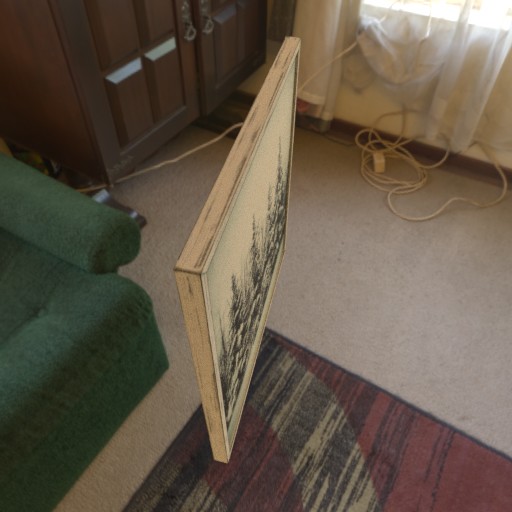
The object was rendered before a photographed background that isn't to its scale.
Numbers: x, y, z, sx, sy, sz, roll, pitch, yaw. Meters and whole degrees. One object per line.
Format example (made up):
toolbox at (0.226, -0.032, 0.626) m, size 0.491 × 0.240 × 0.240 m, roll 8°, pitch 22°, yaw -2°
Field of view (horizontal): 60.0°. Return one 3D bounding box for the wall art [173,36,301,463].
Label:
wall art at (0.000, 0.000, 1.105) m, size 0.037 × 0.761 × 0.761 m, roll 10°, pitch 49°, yaw 9°
